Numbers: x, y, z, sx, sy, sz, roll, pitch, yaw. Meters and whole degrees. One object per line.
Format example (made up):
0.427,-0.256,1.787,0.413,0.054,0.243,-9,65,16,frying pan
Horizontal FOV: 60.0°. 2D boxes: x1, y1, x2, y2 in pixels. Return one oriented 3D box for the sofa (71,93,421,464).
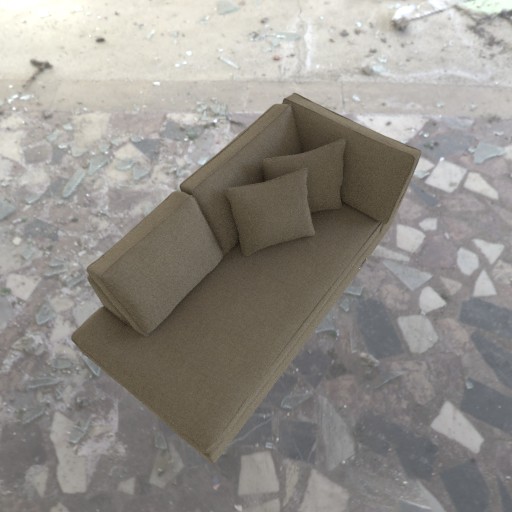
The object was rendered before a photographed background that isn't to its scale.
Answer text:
0.000,0.000,2.880,1.110,1.019,2.238,33,63,19,sofa
